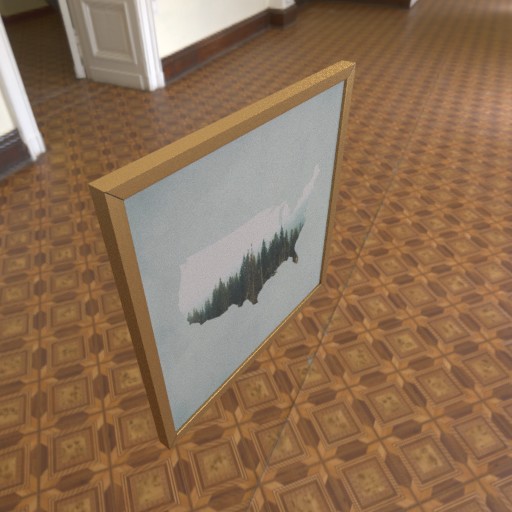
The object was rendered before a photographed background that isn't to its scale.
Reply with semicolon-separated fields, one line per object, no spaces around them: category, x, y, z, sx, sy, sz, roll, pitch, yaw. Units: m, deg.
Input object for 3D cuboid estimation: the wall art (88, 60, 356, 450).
wall art;0.000;0.000;1.120;0.038;0.762;0.762;26;47;28
